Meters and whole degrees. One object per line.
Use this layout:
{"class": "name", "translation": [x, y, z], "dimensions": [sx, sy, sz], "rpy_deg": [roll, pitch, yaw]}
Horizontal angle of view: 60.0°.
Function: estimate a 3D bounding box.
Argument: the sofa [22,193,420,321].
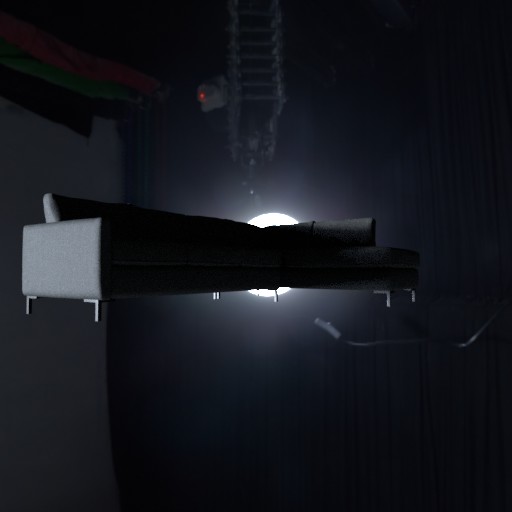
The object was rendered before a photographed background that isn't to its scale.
{"class": "sofa", "translation": [0.000, 0.000, 3.767], "dimensions": [1.984, 0.858, 2.972], "rpy_deg": [-1, -2, 35]}
